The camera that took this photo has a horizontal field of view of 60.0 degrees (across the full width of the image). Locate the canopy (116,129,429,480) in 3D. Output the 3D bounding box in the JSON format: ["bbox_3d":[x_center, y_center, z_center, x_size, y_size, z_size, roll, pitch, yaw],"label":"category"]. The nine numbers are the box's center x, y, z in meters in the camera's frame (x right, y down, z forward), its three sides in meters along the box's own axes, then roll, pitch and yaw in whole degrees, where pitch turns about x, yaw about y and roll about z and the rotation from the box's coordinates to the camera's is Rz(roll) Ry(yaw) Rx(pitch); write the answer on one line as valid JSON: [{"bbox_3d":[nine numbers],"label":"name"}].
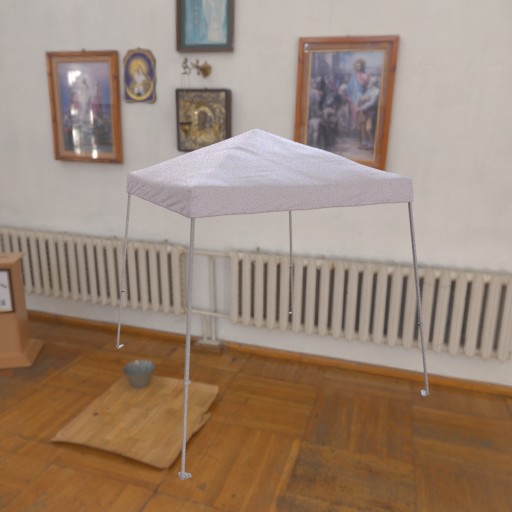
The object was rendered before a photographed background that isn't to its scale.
[{"bbox_3d":[0.000,0.000,5.161,2.849,2.850,2.850,-7,15,-26],"label":"canopy"}]
